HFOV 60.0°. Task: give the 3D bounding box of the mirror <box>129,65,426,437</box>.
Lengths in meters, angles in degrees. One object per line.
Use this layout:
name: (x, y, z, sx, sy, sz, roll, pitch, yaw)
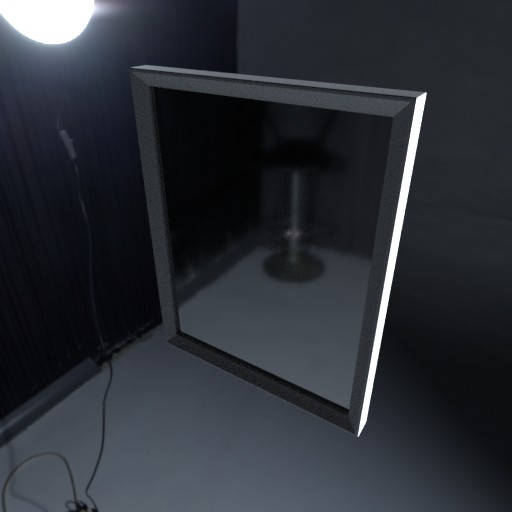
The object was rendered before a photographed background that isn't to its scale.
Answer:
mirror: (0.000, 0.000, 0.675, 0.406, 0.509, 0.041, 18, 35, 28)
